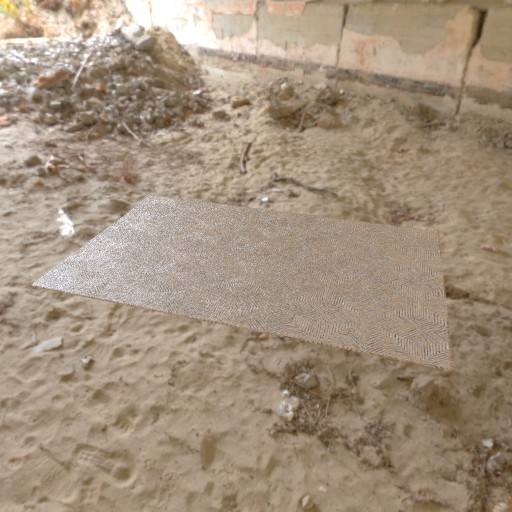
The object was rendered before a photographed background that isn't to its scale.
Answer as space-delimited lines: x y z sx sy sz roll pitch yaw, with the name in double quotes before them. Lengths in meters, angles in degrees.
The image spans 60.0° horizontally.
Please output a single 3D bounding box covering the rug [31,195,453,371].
"rug" 0.000 0.000 3.036 2.428 0.007 1.519 9 31 15
